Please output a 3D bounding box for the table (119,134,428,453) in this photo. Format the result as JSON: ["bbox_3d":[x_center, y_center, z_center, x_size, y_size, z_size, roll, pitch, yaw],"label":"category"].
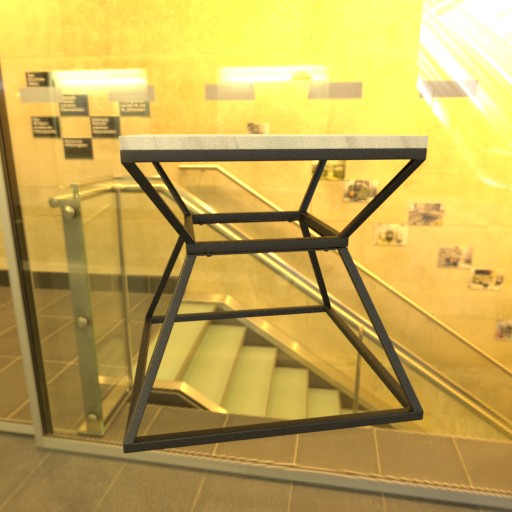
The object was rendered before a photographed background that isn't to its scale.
[{"bbox_3d":[0.000,0.000,0.816,0.455,0.431,0.455,-3,16,-9],"label":"table"}]
